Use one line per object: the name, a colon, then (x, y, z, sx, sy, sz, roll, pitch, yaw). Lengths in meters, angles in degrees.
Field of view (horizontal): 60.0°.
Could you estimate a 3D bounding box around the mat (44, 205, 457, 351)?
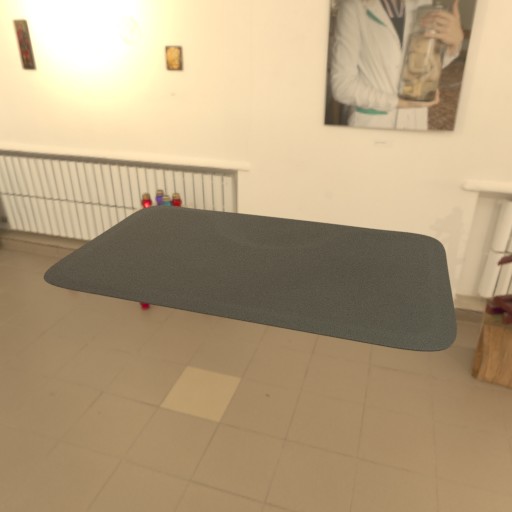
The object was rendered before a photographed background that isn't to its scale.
mat: (0.000, 0.000, 1.857, 1.524, 0.013, 0.918, 8, 27, 15)
